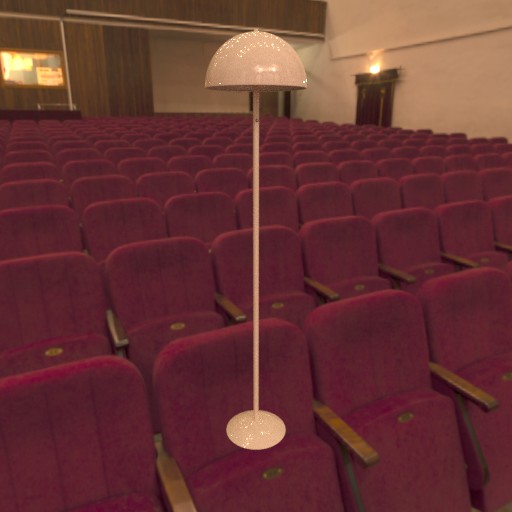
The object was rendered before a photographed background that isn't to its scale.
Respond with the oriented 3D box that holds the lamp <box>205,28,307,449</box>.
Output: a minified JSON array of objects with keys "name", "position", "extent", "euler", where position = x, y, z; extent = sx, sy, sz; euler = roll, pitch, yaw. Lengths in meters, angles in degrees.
[{"name":"lamp","position":[0.000,0.000,1.599],"extent":[0.328,1.480,0.328],"euler":[-8,19,-25]}]
